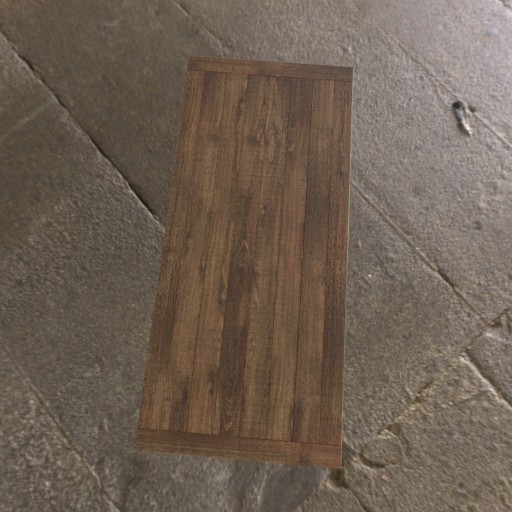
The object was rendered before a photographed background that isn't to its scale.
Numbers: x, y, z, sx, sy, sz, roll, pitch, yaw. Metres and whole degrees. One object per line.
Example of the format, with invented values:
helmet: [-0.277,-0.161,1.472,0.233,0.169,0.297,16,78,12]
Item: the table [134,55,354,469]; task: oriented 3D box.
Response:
table: [0.000,0.000,2.540,0.907,0.733,2.031,5,76,1]
